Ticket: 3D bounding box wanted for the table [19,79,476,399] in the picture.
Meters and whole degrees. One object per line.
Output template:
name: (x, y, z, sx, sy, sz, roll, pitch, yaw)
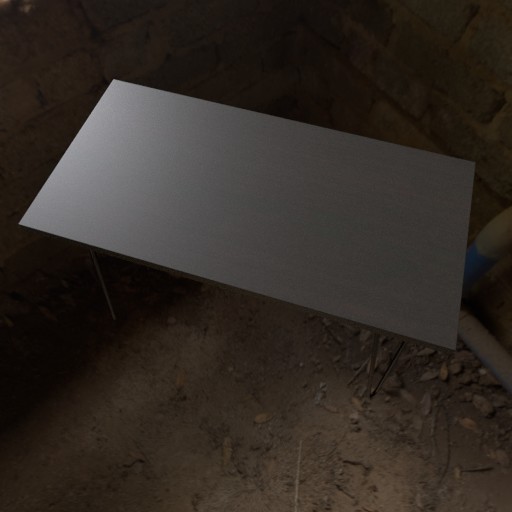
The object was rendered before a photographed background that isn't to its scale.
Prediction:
table: (0.000, 0.000, 1.355, 0.991, 0.660, 0.499, 15, 63, 8)
